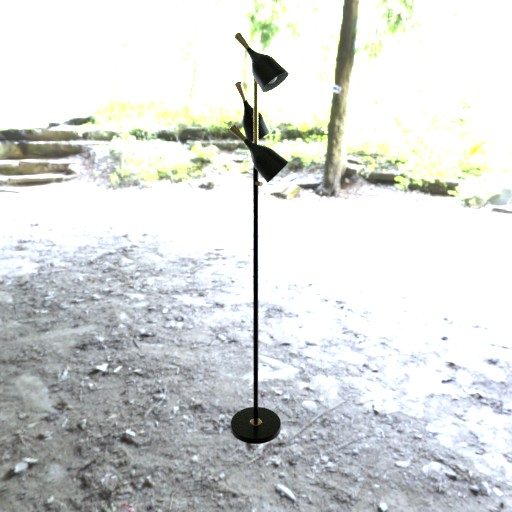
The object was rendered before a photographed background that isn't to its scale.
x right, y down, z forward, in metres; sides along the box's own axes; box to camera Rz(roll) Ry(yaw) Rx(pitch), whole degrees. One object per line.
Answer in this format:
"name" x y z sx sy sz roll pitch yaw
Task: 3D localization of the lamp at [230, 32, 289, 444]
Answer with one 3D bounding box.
"lamp" 0.000 0.000 1.951 0.253 1.778 0.434 -3 17 -10
